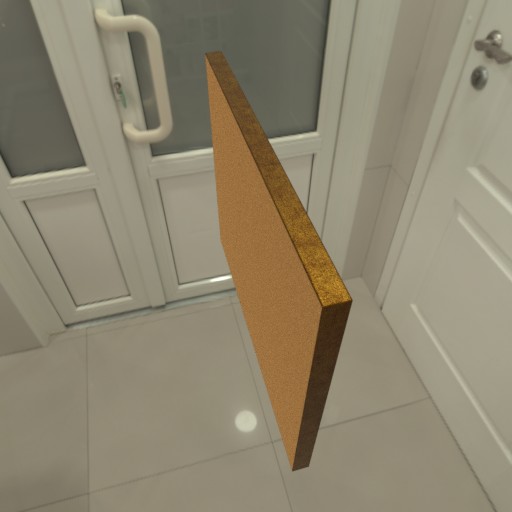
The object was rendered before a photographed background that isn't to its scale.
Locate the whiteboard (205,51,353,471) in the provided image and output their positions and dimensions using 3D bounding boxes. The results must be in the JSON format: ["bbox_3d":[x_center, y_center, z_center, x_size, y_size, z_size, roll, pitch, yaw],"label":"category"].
[{"bbox_3d":[0.000,0.000,0.752,0.029,0.457,0.561,-11,48,-10],"label":"whiteboard"}]
